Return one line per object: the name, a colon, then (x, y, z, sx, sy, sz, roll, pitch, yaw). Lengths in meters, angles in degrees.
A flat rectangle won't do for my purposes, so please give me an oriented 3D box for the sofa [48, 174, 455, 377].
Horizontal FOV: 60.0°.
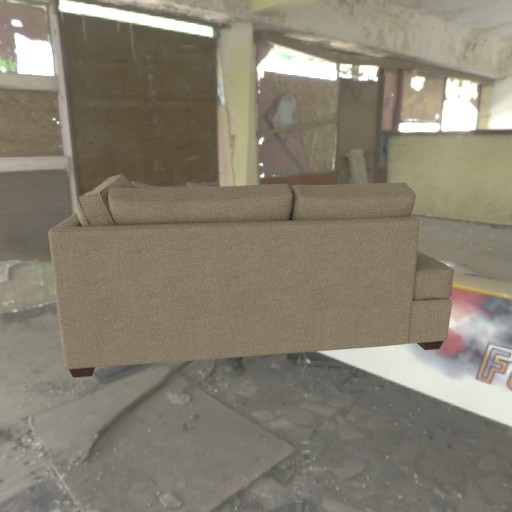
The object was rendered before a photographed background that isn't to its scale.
sofa: (0.000, 0.000, 2.925, 2.238, 1.019, 1.110, -2, 15, -9)
